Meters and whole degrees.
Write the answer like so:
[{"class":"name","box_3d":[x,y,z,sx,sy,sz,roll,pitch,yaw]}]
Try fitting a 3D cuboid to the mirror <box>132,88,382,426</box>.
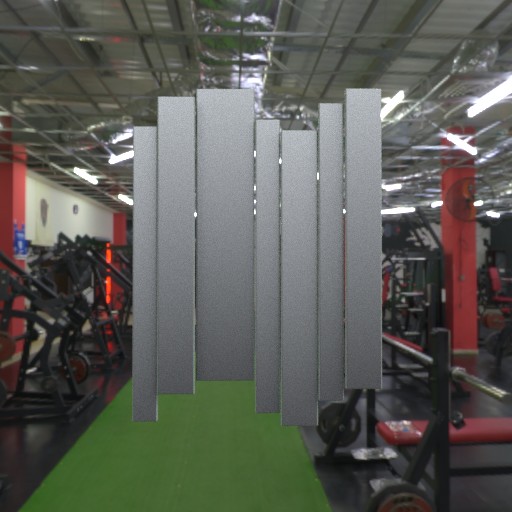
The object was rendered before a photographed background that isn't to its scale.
[{"class":"mirror","box_3d":[0.000,0.000,0.809,0.445,0.611,0.058,0,0,-1]}]
